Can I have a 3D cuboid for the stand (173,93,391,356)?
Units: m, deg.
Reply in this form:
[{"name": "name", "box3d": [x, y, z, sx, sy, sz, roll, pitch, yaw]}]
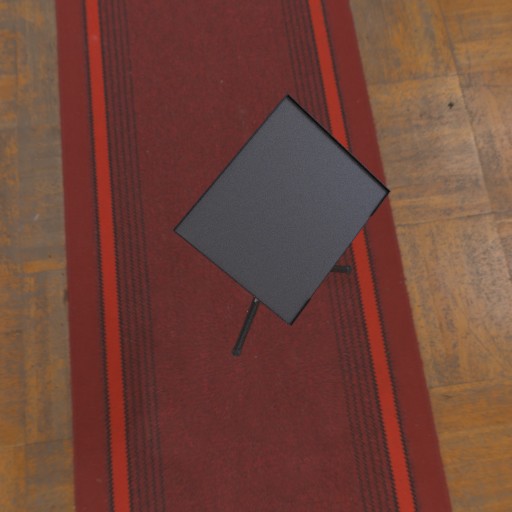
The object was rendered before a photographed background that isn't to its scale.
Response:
[{"name": "stand", "box3d": [0.000, 0.000, 1.649, 0.702, 1.198, 0.702, 37, 80, 8]}]
